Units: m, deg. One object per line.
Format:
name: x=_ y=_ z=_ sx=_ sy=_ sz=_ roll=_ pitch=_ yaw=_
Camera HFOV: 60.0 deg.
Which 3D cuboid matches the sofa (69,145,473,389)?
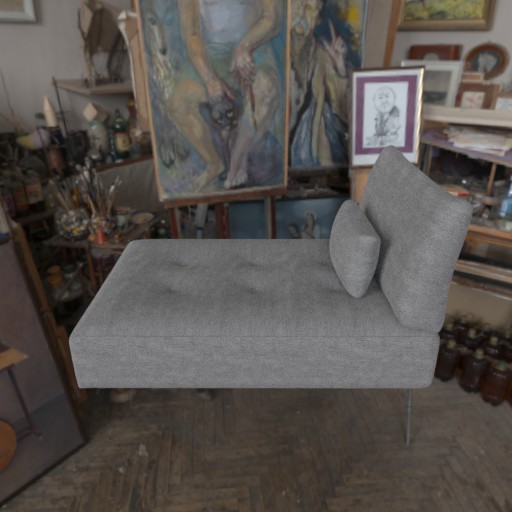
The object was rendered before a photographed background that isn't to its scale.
sofa: x=0.000 y=0.000 z=2.014 sx=1.450 sy=0.820 sz=0.930 roll=0 pitch=26 yaw=0
